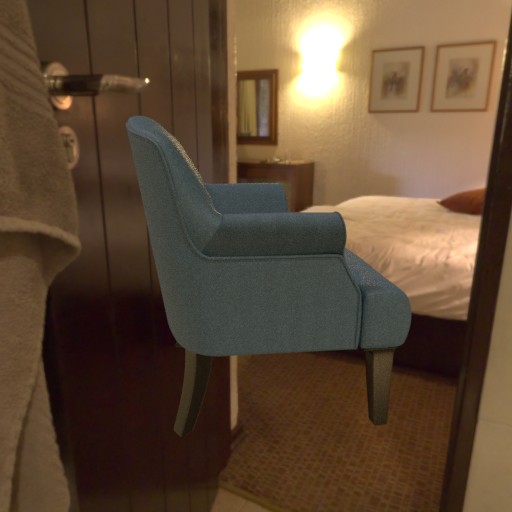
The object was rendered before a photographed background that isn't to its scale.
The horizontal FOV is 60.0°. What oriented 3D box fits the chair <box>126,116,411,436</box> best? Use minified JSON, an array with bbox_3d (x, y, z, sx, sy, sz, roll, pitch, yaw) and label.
[{"bbox_3d":[0.000,0.000,1.462,0.754,0.878,0.770,-3,16,-9],"label":"chair"}]
